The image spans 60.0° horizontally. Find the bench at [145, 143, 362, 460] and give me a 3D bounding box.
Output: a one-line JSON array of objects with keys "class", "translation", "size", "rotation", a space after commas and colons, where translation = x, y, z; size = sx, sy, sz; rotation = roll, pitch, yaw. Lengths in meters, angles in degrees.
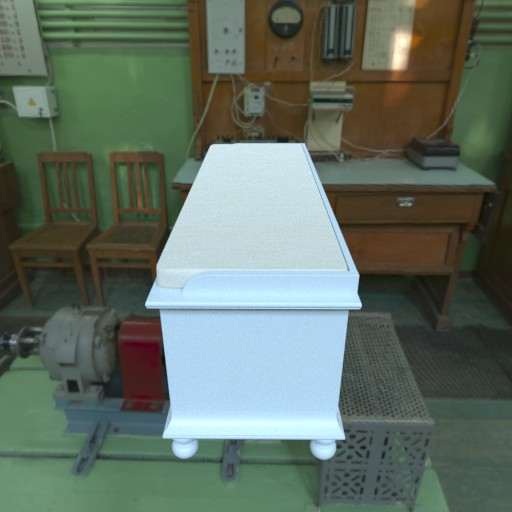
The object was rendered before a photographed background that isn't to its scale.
[{"class": "bench", "translation": [0.000, 0.000, 1.437], "size": [0.402, 0.486, 1.185], "rotation": [0, 27, 0]}]
